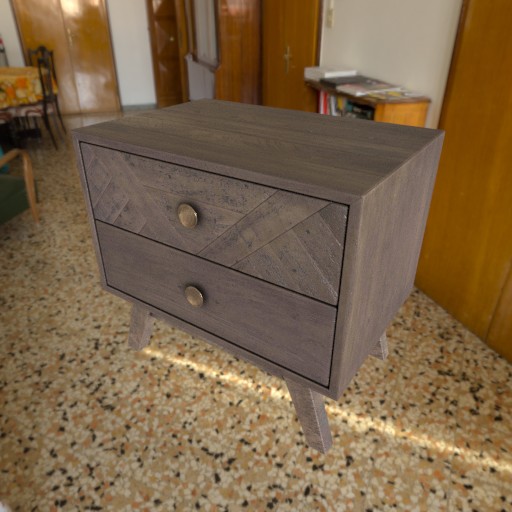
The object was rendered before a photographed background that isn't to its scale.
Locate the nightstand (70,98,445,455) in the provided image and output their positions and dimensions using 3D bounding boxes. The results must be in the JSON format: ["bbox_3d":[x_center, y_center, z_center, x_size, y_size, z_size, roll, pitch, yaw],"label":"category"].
[{"bbox_3d":[0.000,0.000,1.068,0.650,0.599,0.450,19,34,29],"label":"nightstand"}]
